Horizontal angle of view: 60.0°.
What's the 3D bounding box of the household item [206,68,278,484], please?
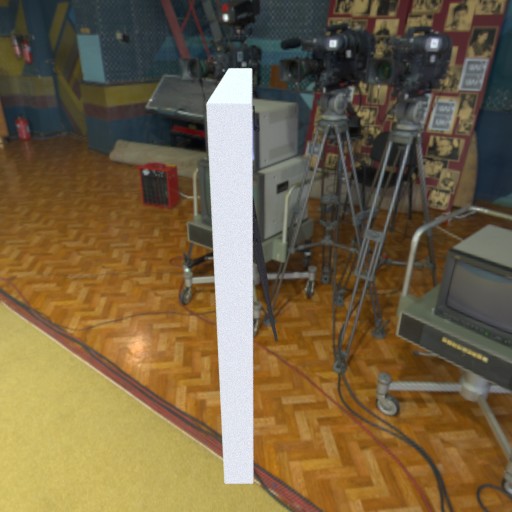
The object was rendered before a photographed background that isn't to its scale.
[{"bbox_3d":[0.000,0.000,0.337,0.045,0.250,0.200,0,27,0],"label":"household item"}]
